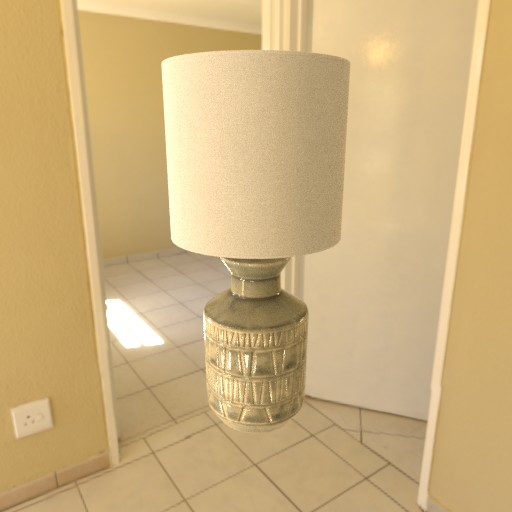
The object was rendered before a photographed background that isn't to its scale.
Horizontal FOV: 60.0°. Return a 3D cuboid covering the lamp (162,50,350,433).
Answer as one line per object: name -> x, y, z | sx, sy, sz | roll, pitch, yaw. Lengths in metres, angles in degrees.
lamp -> 0.000, 0.000, 0.570 | 0.211, 0.455, 0.211 | -15, 22, -42
